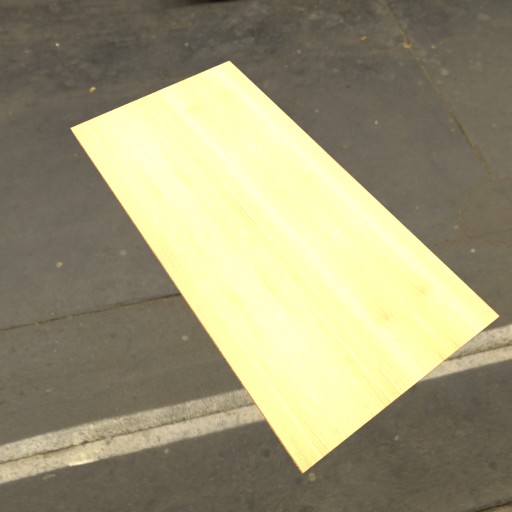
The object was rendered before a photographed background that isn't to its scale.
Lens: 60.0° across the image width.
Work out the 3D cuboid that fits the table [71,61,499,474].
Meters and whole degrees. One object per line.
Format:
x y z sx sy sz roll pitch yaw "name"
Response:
0.000 0.000 2.177 0.900 0.750 1.800 -31 63 -17 "table"
